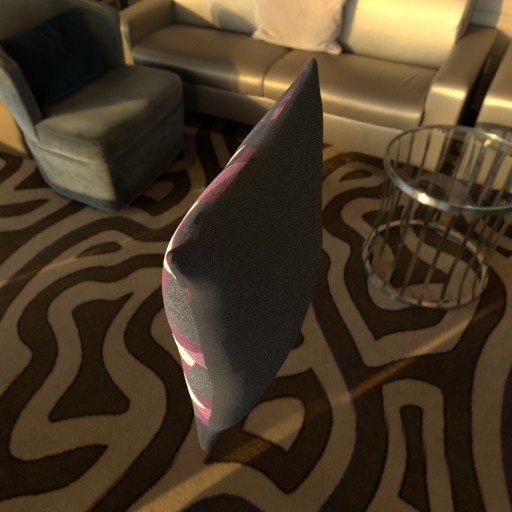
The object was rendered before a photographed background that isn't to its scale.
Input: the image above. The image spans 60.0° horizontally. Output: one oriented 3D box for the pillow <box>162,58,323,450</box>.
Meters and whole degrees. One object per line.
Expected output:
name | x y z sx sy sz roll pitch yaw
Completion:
pillow | 0.000 0.000 0.758 0.208 0.496 0.503 16 48 15
